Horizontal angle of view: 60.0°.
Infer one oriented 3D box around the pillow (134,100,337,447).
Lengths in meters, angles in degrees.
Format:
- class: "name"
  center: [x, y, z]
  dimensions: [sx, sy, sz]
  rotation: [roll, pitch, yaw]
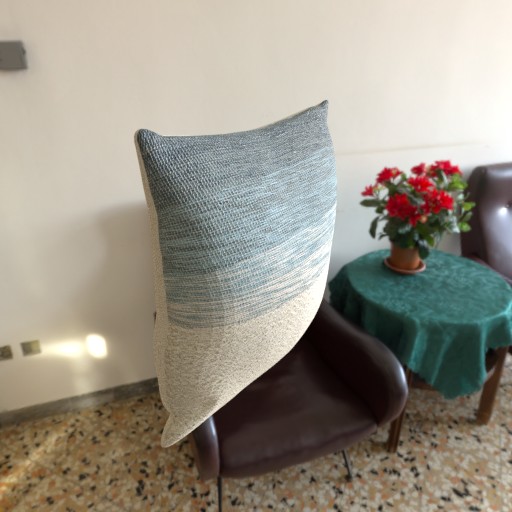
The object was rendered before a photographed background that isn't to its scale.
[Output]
- class: "pillow"
  center: [0.000, 0.000, 0.693]
  dimensions: [0.182, 0.441, 0.440]
  rotation: [17, 30, 31]
